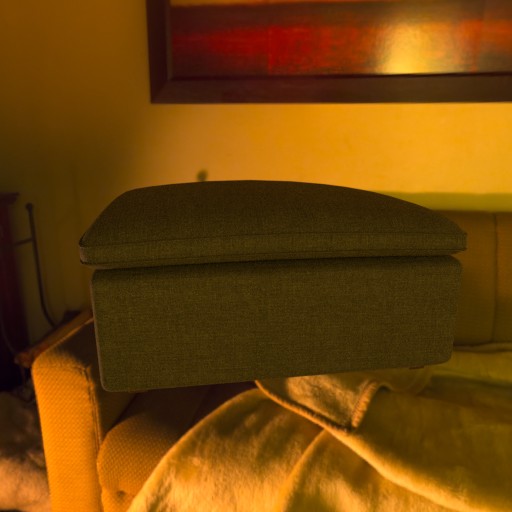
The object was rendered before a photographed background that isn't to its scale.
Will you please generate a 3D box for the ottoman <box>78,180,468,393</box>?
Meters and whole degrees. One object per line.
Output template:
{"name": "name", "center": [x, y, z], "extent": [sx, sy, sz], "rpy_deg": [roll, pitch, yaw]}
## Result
{"name": "ottoman", "center": [0.000, 0.000, 1.680], "extent": [1.067, 0.559, 1.067], "rpy_deg": [-2, 14, -9]}
